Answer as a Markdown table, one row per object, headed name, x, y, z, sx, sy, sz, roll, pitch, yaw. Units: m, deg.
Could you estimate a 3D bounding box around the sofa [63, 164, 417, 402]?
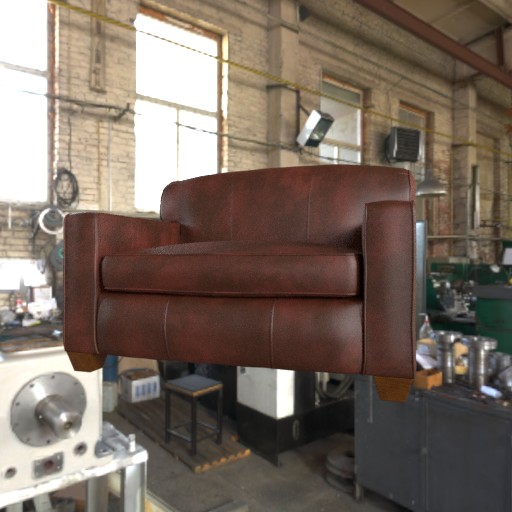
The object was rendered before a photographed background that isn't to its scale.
| name | x | y | z | sx | sy | sz | roll | pitch | yaw |
| --- | --- | --- | --- | --- | --- | --- | --- | --- | --- |
| sofa | 0.000 | 0.000 | 2.043 | 1.413 | 0.956 | 1.000 | 0 | 0 | 18 |
